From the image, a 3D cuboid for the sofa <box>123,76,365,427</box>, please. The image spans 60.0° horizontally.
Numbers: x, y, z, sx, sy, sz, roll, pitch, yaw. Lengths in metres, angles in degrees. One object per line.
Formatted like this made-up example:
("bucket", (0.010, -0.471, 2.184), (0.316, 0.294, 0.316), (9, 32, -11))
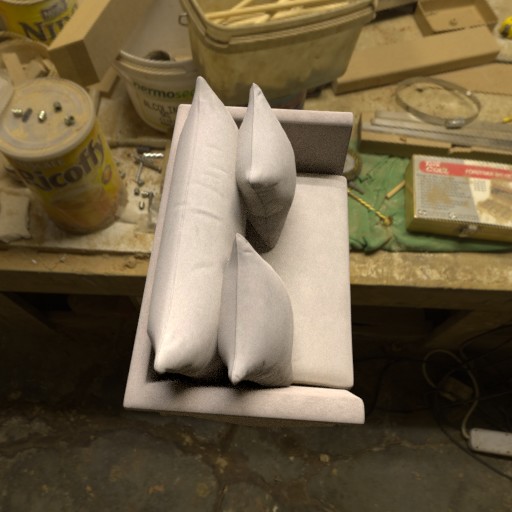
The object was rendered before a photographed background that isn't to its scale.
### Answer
("sofa", (0.000, 0.000, 2.280), (1.035, 1.040, 1.608), (3, 65, 2))
